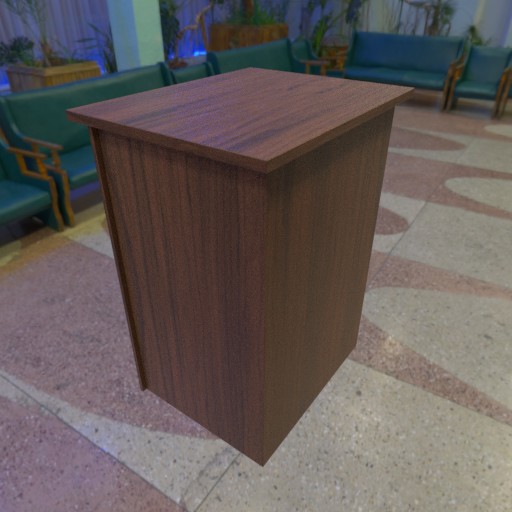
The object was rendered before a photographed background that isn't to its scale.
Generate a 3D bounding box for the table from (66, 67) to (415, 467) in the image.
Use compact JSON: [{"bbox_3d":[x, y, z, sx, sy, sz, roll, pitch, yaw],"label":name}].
[{"bbox_3d":[0.000,0.000,0.924,0.381,0.636,0.480,21,38,30],"label":"table"}]
